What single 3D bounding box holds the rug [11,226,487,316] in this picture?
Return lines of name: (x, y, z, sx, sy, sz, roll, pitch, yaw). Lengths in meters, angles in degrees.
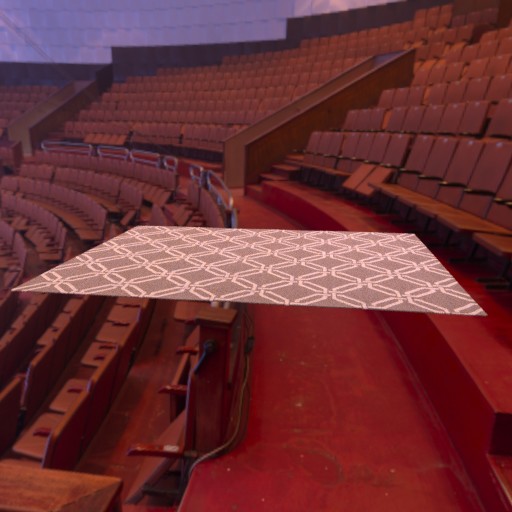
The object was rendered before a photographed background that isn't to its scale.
rug: (0.000, 0.000, 4.289, 3.419, 0.020, 2.441, 2, 16, 8)
